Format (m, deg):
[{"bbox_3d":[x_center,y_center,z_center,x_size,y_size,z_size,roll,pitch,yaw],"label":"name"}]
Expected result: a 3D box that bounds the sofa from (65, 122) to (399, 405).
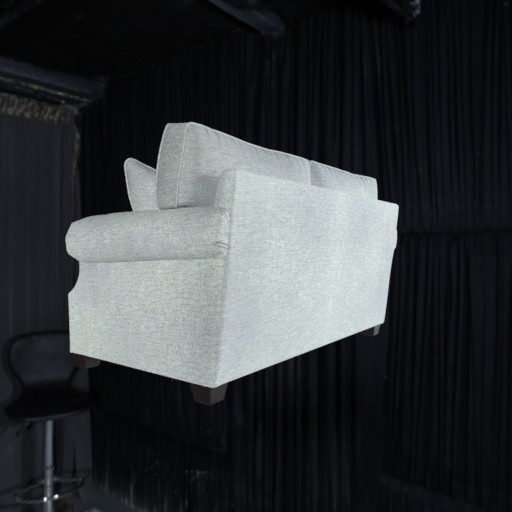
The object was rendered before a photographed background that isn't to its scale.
[{"bbox_3d":[0.000,0.000,2.289,0.966,0.966,1.701,1,2,37],"label":"sofa"}]
